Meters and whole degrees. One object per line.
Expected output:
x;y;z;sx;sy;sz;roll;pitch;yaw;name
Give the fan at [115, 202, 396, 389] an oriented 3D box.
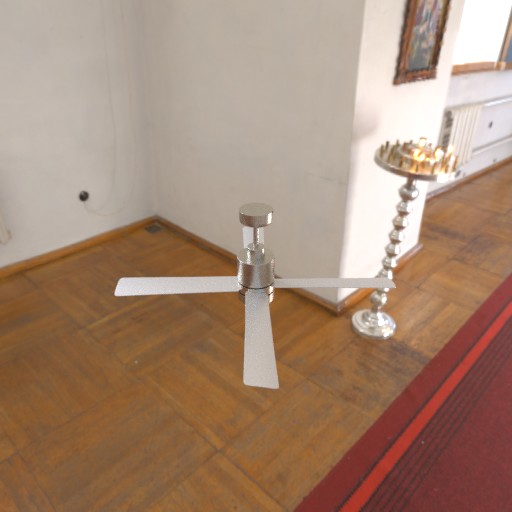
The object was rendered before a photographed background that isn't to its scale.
0.000;0.000;2.360;1.525;0.539;1.525;0;29;-1;fan
